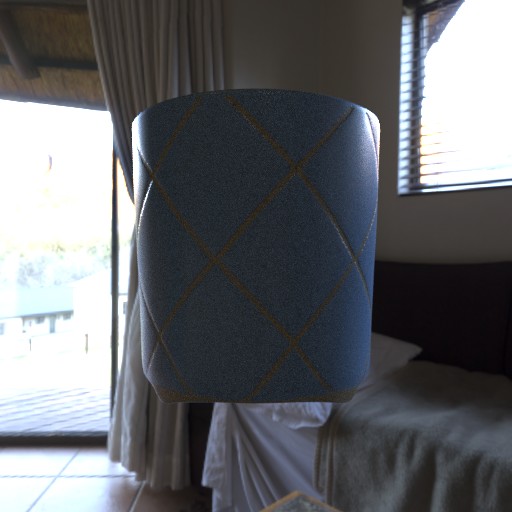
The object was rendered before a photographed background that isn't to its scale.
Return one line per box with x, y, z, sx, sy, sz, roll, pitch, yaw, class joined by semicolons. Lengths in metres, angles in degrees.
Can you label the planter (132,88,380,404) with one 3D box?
0.000;0.000;0.422;0.227;0.235;0.227;0;0;0;planter
